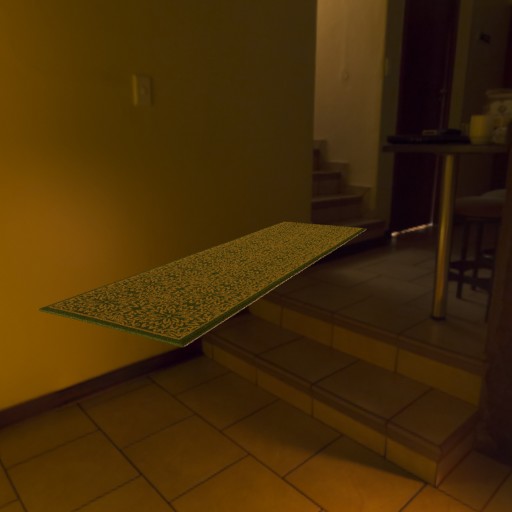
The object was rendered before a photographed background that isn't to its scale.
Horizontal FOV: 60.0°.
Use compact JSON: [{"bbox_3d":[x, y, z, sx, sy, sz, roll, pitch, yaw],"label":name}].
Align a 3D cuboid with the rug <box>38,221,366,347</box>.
[{"bbox_3d":[0.000,0.000,2.421,0.662,0.011,2.196,7,16,27],"label":"rug"}]
